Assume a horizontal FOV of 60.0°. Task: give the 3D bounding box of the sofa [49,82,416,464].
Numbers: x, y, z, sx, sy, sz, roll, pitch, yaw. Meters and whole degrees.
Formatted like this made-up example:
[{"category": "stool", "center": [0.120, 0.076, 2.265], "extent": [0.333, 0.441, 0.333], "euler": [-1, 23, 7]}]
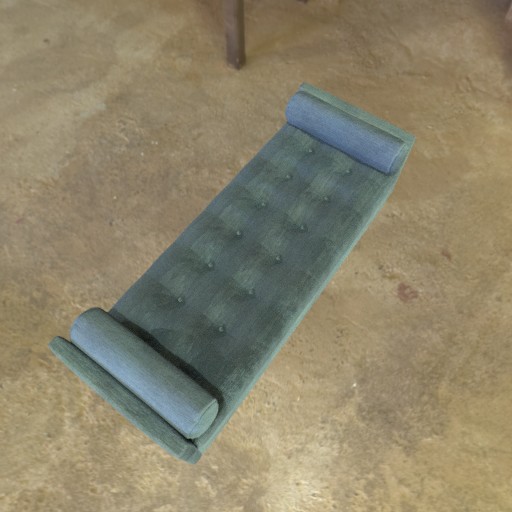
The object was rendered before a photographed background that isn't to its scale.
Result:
[{"category": "sofa", "center": [0.000, 0.000, 2.500], "extent": [0.796, 0.705, 2.102], "euler": [33, 67, 16]}]
